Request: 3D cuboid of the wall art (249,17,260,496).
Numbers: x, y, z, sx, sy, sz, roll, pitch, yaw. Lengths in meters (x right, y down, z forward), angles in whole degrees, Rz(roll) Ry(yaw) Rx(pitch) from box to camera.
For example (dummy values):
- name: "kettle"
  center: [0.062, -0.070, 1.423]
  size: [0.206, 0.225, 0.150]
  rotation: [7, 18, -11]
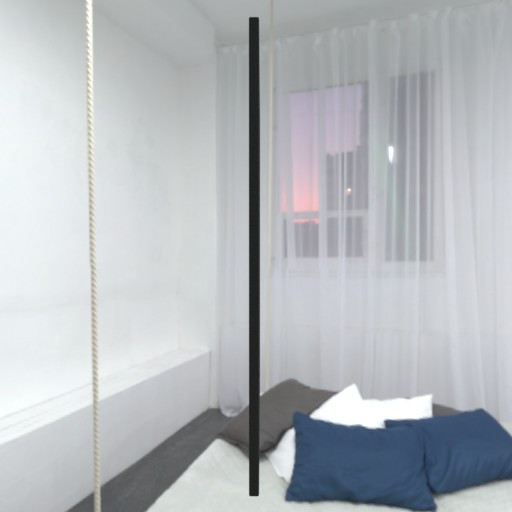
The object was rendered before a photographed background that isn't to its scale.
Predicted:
- name: "wall art"
  center: [0.000, 0.000, 0.675]
  size: [0.012, 0.529, 0.374]
  rotation: [0, 1, 1]
